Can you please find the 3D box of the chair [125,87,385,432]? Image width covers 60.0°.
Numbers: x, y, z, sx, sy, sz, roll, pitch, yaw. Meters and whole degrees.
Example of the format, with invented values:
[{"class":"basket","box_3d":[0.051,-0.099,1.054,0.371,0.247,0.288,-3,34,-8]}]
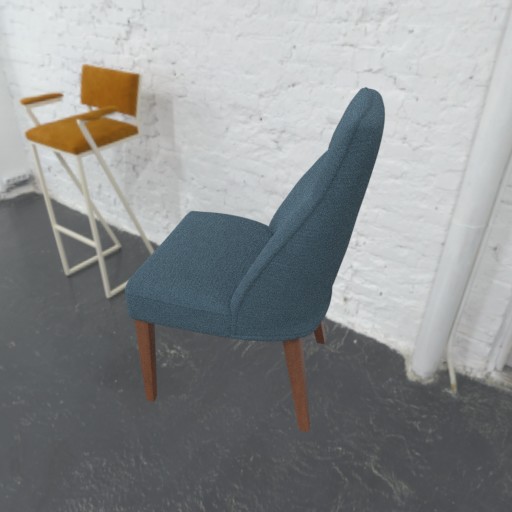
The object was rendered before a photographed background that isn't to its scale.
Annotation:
[{"class":"chair","box_3d":[0.000,0.000,1.317,0.620,0.930,0.500,8,32,12]}]
